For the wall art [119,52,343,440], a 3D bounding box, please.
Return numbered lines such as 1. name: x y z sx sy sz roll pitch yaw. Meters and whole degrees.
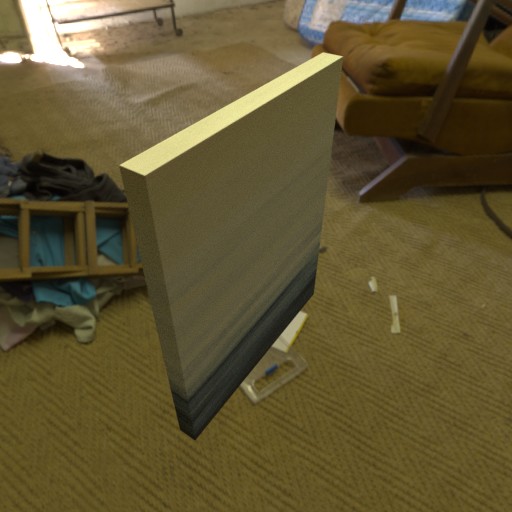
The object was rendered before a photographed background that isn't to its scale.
1. wall art: 0.000 0.000 0.845 0.040 0.608 0.489 24 47 25
